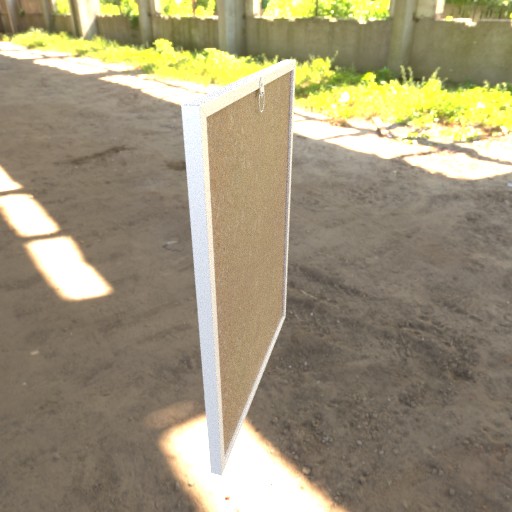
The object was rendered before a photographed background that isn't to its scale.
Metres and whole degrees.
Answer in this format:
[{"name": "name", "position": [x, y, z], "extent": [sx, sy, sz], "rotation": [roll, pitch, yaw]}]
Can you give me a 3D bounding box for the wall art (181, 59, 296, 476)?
[{"name": "wall art", "position": [0.000, 0.000, 1.390], "extent": [0.042, 1.056, 0.805], "rotation": [8, 31, 15]}]
